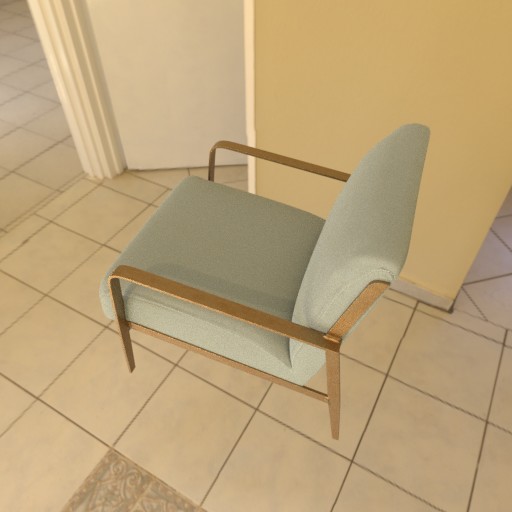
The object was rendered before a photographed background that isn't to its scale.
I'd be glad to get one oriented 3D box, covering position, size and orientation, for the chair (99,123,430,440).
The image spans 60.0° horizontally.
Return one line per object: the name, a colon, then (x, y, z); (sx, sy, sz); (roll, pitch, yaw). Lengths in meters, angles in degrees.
chair: (0.000, 0.000, 1.448); (0.842, 0.824, 0.701); (15, 48, 14)
